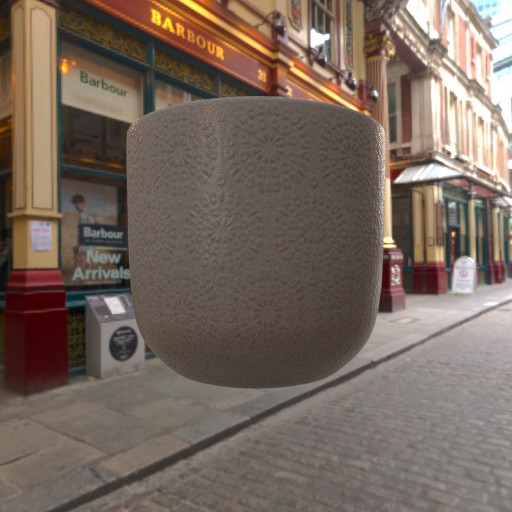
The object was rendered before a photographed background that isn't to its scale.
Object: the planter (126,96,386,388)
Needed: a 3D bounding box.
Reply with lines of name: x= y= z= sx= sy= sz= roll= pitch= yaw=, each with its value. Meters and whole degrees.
planter: x=0.000 y=0.000 z=0.369 sx=0.208 sy=0.190 sz=0.208 roll=0 pitch=-1 yaw=0
